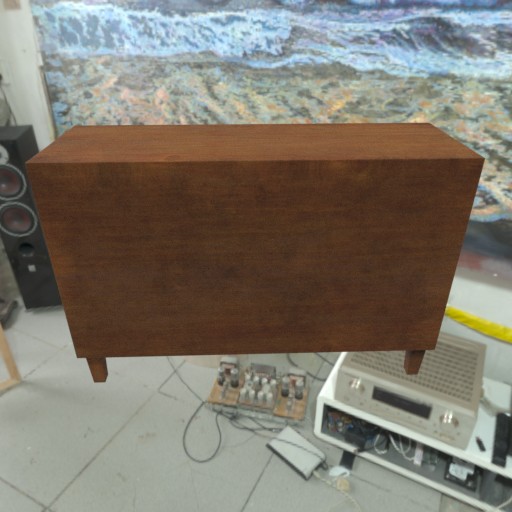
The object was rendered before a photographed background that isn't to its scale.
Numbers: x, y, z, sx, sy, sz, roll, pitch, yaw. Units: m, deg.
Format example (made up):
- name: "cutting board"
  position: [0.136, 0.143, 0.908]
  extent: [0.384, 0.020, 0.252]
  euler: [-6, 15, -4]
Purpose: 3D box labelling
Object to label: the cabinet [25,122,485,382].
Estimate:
- name: "cabinet"
  position: [0.000, 0.000, 1.532]
  extent: [1.204, 0.805, 0.403]
  euler: [-1, 30, -2]
